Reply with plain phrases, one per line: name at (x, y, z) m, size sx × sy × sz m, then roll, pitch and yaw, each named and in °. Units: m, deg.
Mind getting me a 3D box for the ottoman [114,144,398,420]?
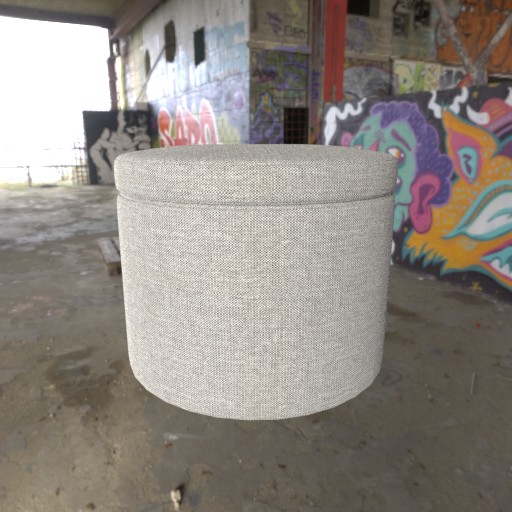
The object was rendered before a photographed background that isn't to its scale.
ottoman at (0.000, 0.000, 0.860) m, size 0.500 × 0.419 × 0.500 m, roll 0°, pitch 15°, yaw 0°
